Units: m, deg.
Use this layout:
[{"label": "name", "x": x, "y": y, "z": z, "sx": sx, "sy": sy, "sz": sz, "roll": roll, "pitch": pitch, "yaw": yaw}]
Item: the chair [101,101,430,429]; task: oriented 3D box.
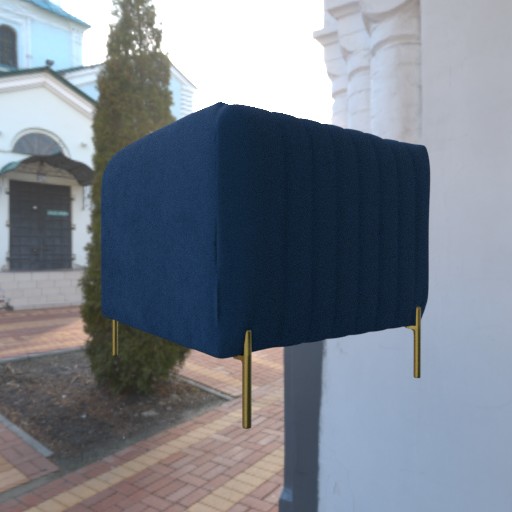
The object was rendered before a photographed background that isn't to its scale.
[{"label": "chair", "x": 0.000, "y": 0.000, "z": 1.618, "sx": 0.877, "sy": 0.793, "sz": 0.947, "roll": 0, "pitch": 1, "yaw": -37}]
